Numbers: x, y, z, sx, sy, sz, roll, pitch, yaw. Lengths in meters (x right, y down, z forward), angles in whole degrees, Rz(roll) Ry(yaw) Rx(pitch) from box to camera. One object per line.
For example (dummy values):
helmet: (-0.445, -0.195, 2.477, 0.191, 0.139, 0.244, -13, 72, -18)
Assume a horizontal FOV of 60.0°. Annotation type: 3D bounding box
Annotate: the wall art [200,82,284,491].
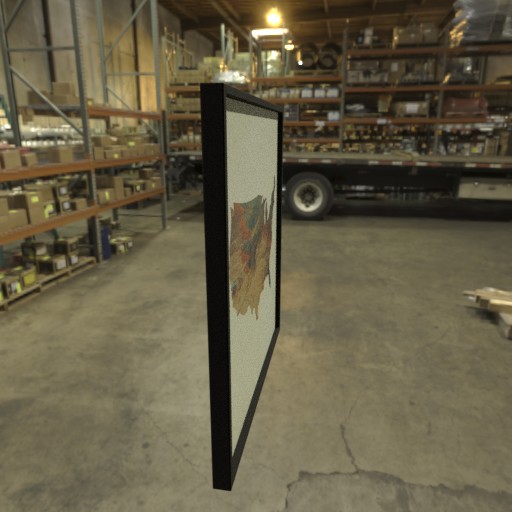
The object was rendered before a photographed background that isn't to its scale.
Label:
wall art: (0.000, 0.000, 1.143, 0.038, 0.762, 0.762, 3, 16, 10)
